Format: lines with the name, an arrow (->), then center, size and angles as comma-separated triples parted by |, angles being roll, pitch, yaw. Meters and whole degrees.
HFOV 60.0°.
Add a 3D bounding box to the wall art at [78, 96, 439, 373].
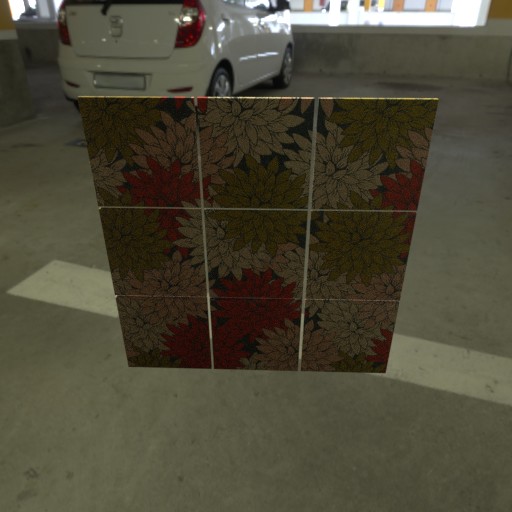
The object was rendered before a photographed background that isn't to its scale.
wall art -> 0.000, 0.000, 1.338 | 0.904, 0.913, 0.013 | 1, 29, 2
